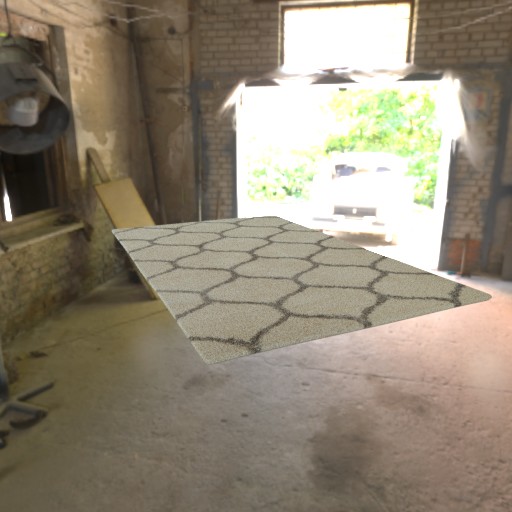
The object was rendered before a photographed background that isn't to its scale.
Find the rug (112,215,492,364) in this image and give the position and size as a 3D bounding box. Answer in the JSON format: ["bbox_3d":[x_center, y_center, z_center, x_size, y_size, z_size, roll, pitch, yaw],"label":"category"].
[{"bbox_3d":[0.000,0.000,2.904,1.501,0.024,2.348,-7,18,-24],"label":"rug"}]
